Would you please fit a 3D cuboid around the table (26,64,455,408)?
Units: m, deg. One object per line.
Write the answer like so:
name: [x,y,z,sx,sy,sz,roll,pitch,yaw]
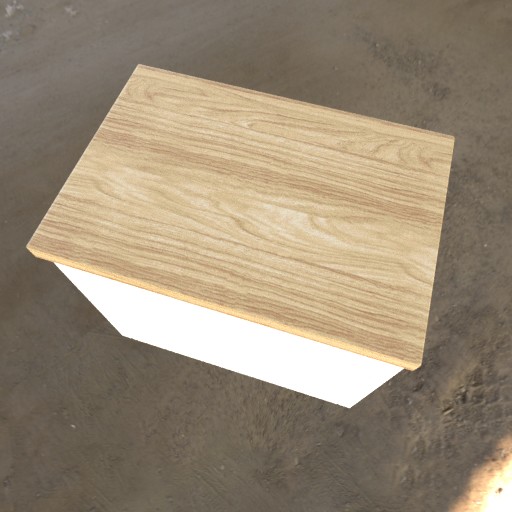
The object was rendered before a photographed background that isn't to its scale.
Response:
table: [0.000,0.000,0.801,0.500,0.440,0.360,16,65,8]
